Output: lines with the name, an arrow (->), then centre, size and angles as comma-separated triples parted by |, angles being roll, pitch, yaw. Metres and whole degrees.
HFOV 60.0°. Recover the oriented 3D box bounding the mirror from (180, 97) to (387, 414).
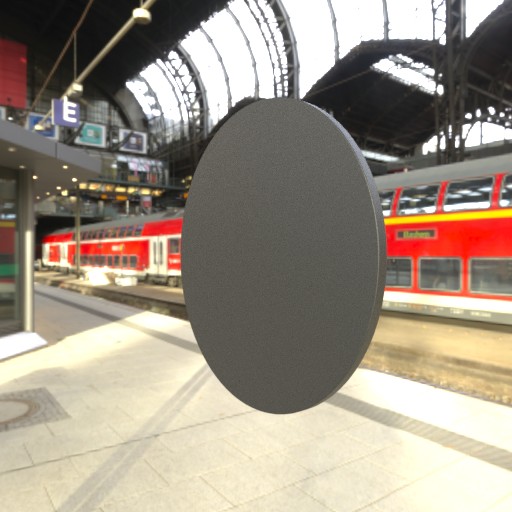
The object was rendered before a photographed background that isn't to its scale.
mirror -> 0.000, 0.000, 1.572 | 0.036, 1.077, 1.077 | 0, 1, -37
